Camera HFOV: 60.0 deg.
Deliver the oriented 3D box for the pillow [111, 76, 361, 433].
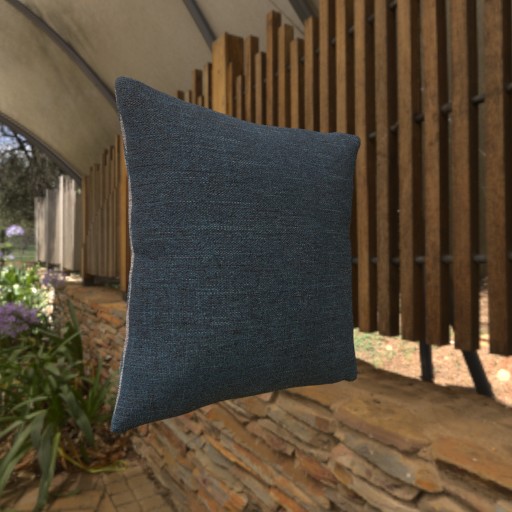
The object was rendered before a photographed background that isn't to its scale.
[{"bbox_3d":[0.000,0.000,0.665,0.435,0.435,0.159,0,0,-36],"label":"pillow"}]
